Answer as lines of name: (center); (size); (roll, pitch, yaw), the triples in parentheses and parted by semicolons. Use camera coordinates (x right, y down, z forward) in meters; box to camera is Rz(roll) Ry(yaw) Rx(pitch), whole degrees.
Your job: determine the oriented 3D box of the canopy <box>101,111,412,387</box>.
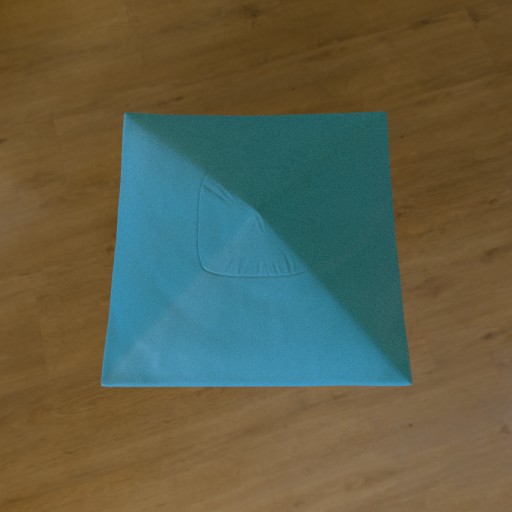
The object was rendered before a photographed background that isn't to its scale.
canopy: (0.000, 0.000, 5.334); (2.998, 2.997, 2.996); (0, 74, 0)
